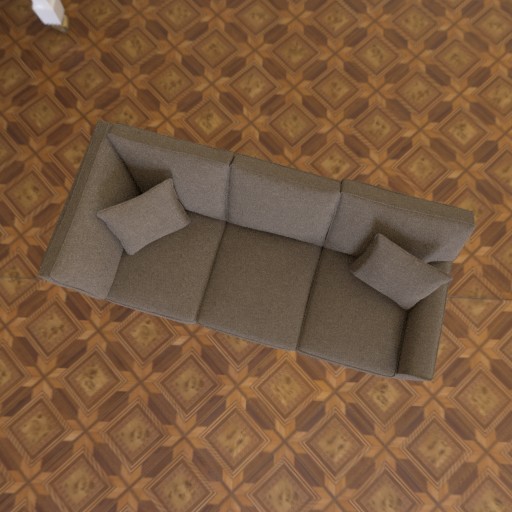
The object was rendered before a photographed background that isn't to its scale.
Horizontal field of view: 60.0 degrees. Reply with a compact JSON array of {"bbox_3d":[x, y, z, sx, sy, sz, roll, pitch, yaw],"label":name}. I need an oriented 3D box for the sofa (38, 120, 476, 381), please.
[{"bbox_3d":[0.000,0.000,2.812,2.317,0.962,1.061,15,77,4],"label":"sofa"}]
